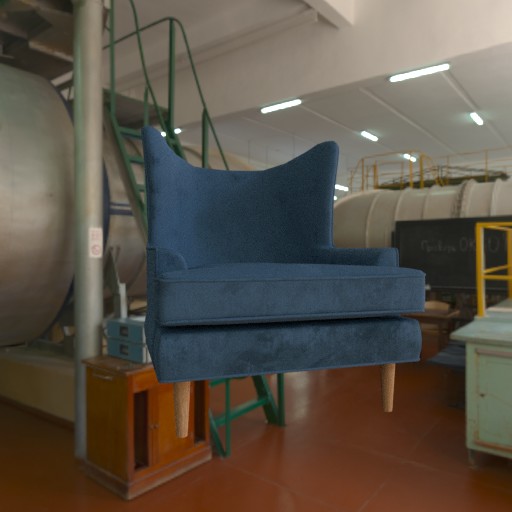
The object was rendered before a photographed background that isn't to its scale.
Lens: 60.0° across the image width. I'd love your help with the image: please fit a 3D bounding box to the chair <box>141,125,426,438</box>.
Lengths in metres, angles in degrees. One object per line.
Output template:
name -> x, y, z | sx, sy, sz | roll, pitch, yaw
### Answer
chair -> 0.000, 0.000, 1.606 | 0.793, 0.952, 0.910 | 0, 1, -17
